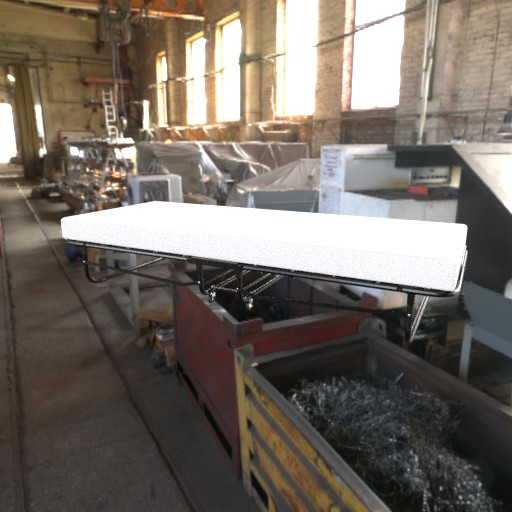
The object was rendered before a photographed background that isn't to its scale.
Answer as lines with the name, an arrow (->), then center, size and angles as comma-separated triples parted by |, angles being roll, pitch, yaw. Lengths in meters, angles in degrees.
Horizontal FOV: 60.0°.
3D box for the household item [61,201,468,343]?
household item -> 0.000, 0.000, 2.208 | 1.905, 0.356, 0.787 | 7, 16, 26
